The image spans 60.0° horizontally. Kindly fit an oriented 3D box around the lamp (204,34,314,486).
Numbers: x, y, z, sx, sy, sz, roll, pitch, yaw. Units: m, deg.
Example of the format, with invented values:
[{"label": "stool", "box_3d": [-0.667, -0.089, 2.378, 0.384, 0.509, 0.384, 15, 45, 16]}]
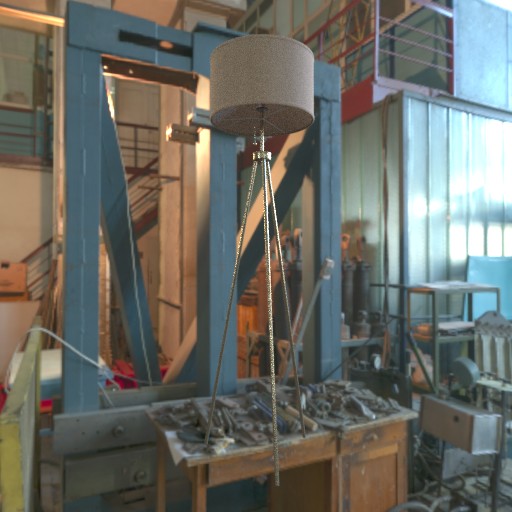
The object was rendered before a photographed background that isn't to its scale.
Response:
[{"label": "lamp", "box_3d": [0.000, 0.000, 1.748, 0.460, 1.545, 0.449, 0, -1, 18]}]
